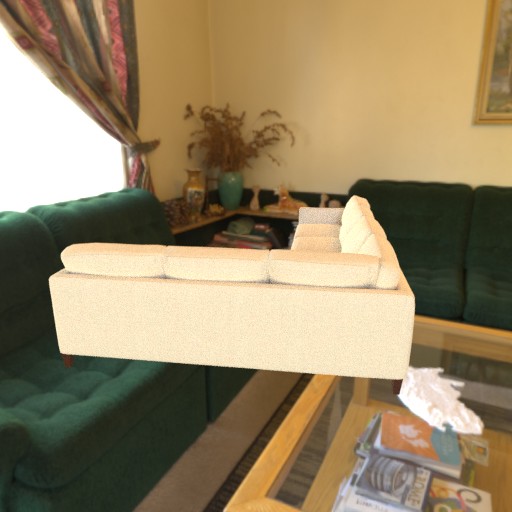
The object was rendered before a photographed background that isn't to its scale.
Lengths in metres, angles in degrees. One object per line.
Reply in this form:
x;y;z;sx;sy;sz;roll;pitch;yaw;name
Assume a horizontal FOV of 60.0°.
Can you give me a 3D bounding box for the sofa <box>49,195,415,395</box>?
0.000;0.000;4.618;2.593;0.947;3.302;2;16;8;sofa
